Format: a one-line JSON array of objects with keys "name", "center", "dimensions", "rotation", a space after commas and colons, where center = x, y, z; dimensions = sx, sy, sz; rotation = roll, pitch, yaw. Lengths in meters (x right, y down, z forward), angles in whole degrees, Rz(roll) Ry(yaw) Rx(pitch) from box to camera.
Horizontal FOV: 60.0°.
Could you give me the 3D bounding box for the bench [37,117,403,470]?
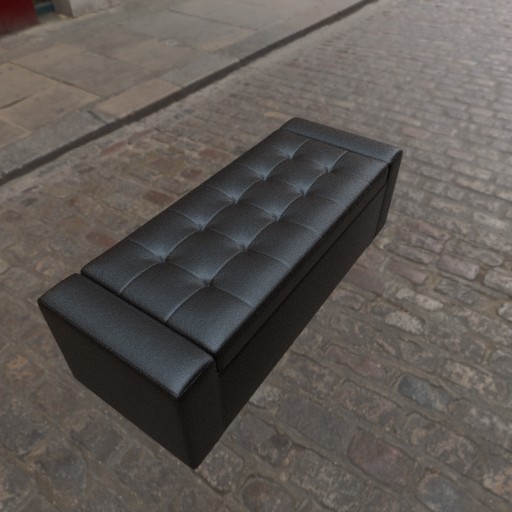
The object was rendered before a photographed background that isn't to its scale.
[{"name": "bench", "center": [0.000, 0.000, 1.567], "dimensions": [0.508, 0.445, 1.296], "rotation": [25, 48, 25]}]
